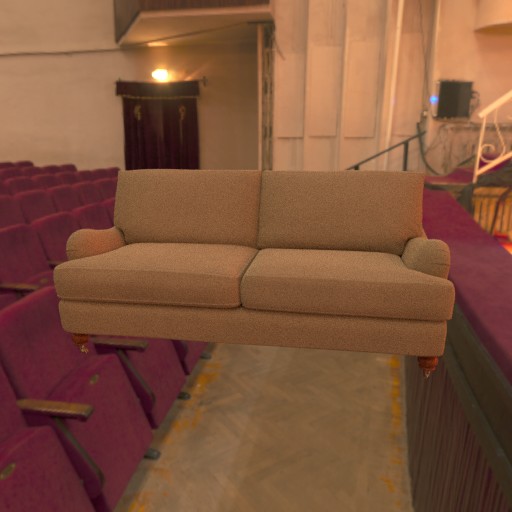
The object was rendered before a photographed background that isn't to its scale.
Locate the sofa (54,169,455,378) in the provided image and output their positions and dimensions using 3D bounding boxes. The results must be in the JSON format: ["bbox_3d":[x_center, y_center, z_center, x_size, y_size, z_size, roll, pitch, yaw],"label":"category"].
[{"bbox_3d":[0.000,0.000,2.668,2.070,0.997,1.091,2,14,8],"label":"sofa"}]
